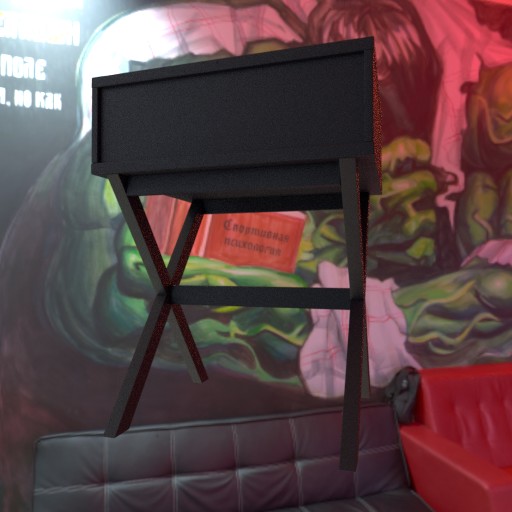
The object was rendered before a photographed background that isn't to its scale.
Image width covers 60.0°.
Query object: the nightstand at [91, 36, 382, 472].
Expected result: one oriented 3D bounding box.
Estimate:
[{"bbox_3d":[0.000,0.000,0.892,0.479,0.623,0.402,0,-1,17],"label":"nightstand"}]
